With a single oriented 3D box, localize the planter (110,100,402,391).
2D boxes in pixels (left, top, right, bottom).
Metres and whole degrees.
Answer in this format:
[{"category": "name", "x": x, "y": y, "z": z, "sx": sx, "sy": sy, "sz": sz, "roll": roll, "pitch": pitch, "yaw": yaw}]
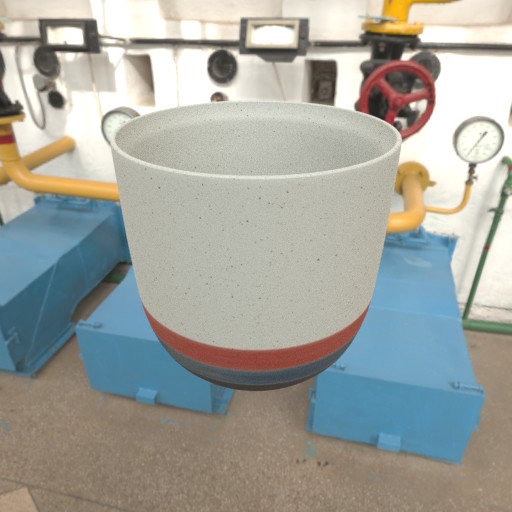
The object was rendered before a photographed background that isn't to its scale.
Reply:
[{"category": "planter", "x": 0.000, "y": 0.000, "z": 0.374, "sx": 0.204, "sy": 0.214, "sz": 0.204, "roll": 0, "pitch": 30, "yaw": 0}]
